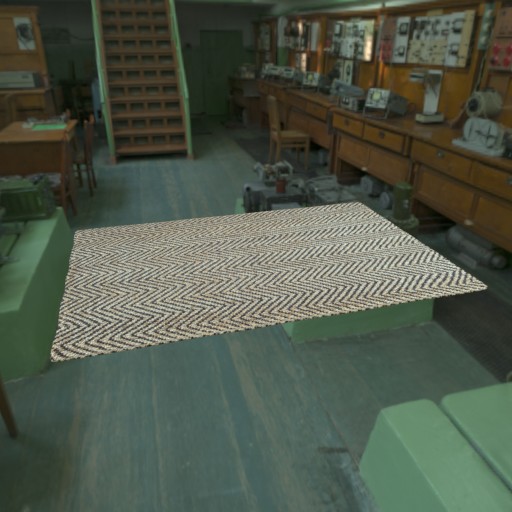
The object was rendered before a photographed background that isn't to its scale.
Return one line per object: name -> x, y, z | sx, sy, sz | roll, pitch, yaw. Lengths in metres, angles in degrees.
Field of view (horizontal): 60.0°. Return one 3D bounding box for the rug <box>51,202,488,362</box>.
rug -> 0.000, 0.000, 2.273 | 1.828, 0.008, 1.219 | -7, 27, -14
